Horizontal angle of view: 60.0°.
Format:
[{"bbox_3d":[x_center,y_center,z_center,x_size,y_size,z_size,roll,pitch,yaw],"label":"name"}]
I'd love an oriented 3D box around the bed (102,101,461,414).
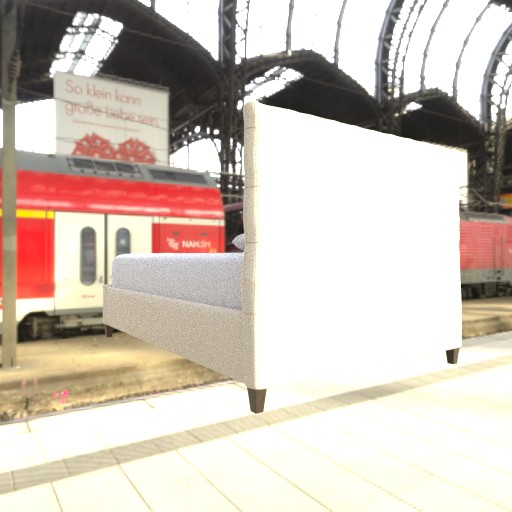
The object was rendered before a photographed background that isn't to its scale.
[{"bbox_3d":[0.000,0.000,3.431,1.698,1.427,2.387,0,0,-35],"label":"bed"}]
